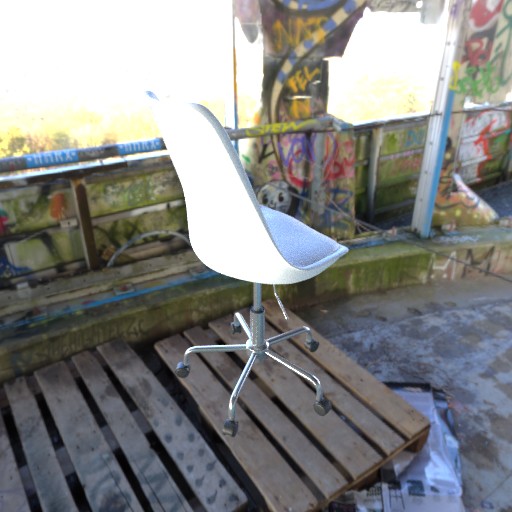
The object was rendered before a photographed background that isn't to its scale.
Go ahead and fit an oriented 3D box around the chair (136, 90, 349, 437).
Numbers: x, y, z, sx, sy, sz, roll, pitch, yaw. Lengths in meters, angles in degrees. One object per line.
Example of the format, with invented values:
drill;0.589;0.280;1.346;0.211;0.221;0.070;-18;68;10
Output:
chair;0.000;0.000;1.307;0.550;0.930;0.550;-17;32;-30
